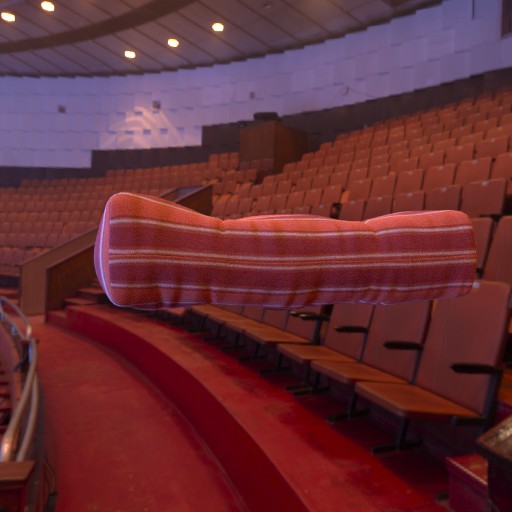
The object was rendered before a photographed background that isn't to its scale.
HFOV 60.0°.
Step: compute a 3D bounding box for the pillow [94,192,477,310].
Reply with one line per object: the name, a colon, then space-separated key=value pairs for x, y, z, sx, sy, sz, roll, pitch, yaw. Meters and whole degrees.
pillow: x=0.000 y=0.000 z=0.723 sx=0.468 sy=0.133 sz=0.490 roll=0 pitch=0 yaw=-16
